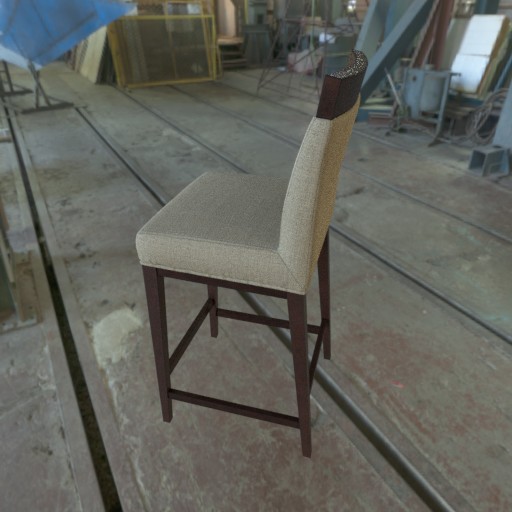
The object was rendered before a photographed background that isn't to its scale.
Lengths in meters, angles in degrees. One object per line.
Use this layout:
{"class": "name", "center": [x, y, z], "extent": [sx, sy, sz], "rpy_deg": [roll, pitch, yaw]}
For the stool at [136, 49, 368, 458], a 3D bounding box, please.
{"class": "stool", "center": [0.000, 0.000, 1.225], "extent": [0.480, 1.011, 0.463], "rpy_deg": [8, 31, 14]}
